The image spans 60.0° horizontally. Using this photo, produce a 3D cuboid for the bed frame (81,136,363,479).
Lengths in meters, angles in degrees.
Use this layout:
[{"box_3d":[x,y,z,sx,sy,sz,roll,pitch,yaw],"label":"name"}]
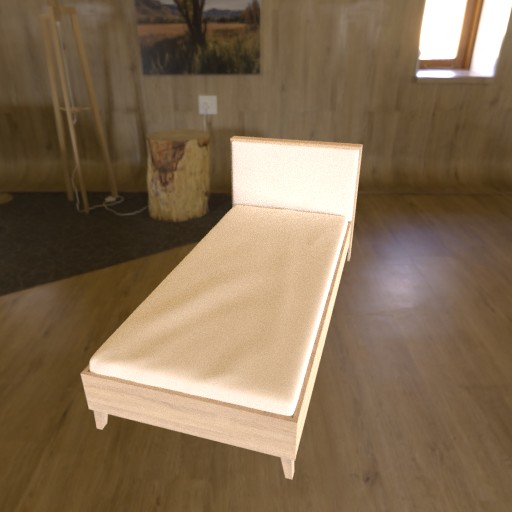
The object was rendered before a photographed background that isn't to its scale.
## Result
[{"box_3d":[0.000,0.000,2.658,0.990,0.920,2.140,8,28,15],"label":"bed frame"}]
